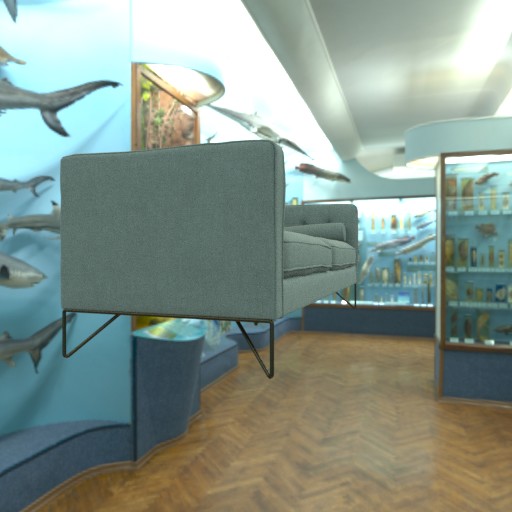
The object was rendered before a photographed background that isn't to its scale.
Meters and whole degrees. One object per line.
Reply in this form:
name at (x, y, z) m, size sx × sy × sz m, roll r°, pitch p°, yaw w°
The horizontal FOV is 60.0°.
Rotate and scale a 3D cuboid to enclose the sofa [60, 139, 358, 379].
sofa at (0.000, 0.000, 2.548) m, size 0.912 × 0.798 × 2.079 m, roll 0°, pitch 0°, yaw 20°
